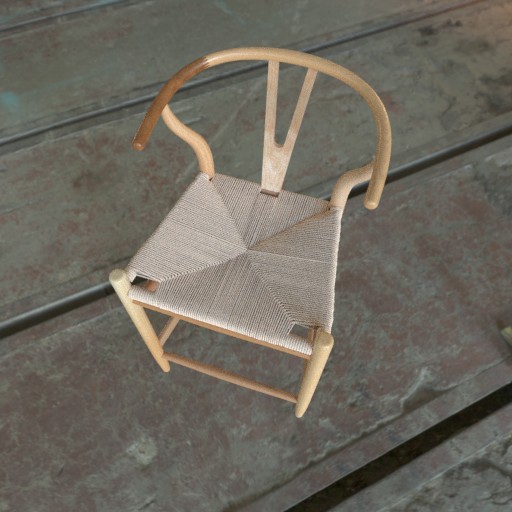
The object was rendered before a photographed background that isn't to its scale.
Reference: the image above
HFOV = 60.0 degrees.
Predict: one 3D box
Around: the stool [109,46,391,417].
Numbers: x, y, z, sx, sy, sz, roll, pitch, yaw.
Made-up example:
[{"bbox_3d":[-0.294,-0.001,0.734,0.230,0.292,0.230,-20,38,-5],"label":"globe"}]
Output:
[{"bbox_3d":[0.000,0.000,1.261,0.536,0.923,0.575,16,59,10],"label":"stool"}]
